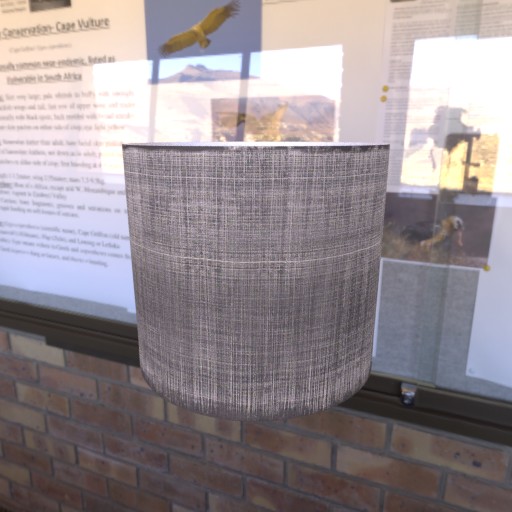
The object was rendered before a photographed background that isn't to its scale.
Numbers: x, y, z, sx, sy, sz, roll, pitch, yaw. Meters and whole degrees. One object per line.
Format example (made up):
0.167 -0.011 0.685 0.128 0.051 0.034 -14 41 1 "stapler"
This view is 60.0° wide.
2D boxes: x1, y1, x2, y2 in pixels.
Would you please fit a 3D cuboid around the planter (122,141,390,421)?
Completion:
0.000 0.000 0.407 0.221 0.201 0.221 0 15 0 "planter"
